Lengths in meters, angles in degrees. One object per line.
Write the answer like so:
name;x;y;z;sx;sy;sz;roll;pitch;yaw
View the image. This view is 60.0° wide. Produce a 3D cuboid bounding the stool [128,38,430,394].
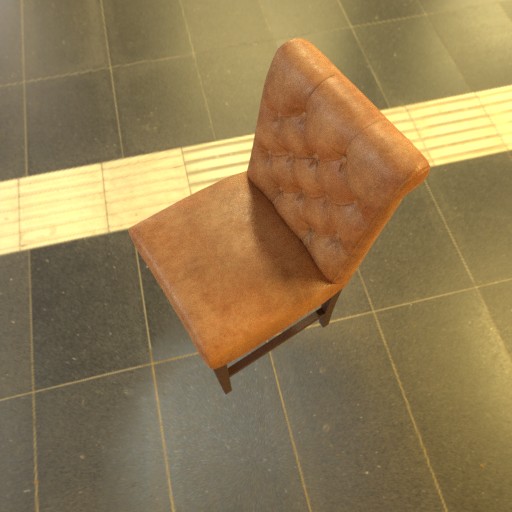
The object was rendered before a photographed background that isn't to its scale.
stool;0.000;0.000;1.376;0.601;1.047;0.493;-31;69;-13
